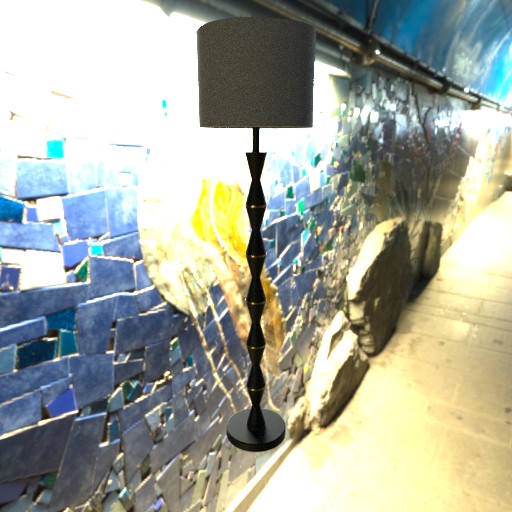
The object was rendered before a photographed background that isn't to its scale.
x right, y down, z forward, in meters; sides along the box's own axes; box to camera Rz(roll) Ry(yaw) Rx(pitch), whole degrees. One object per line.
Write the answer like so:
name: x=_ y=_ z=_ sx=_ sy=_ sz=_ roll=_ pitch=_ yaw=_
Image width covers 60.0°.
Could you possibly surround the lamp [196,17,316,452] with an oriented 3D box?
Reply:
lamp: x=0.000 y=0.000 z=1.607 sx=0.381 sy=1.480 sz=0.381 roll=-14 pitch=21 yaw=-43
